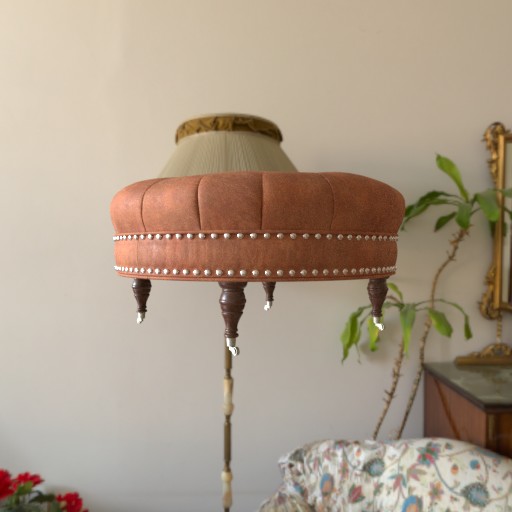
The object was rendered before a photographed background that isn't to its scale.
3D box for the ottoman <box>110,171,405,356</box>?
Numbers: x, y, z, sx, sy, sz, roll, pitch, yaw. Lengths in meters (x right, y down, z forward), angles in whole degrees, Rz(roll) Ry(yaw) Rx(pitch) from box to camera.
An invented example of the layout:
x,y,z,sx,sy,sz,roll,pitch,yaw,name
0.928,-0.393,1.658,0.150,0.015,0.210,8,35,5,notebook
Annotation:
x,y,z,sx,sy,sz,roll,pitch,yaw,name
0.000,0.000,1.399,0.901,0.444,0.901,0,1,0,ottoman
